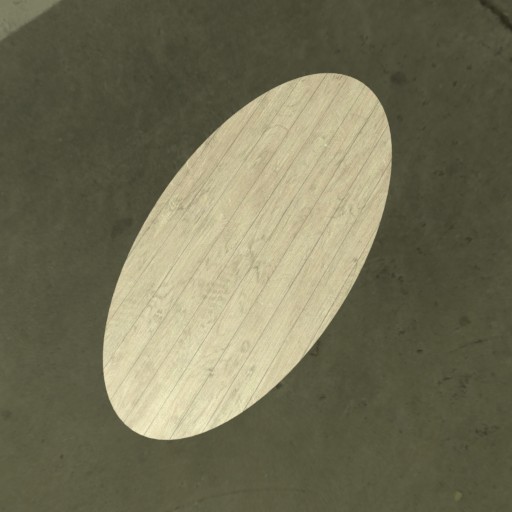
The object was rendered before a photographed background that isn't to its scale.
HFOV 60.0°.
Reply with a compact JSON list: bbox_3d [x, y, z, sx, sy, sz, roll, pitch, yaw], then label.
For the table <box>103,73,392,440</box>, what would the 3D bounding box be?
[{"bbox_3d":[0.000,0.000,1.318,0.542,0.390,1.083,31,78,8],"label":"table"}]
